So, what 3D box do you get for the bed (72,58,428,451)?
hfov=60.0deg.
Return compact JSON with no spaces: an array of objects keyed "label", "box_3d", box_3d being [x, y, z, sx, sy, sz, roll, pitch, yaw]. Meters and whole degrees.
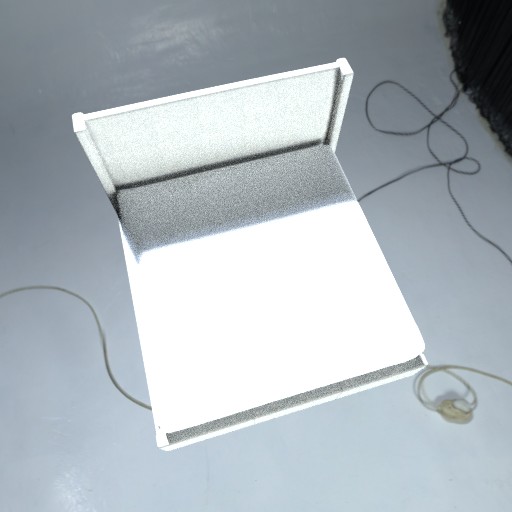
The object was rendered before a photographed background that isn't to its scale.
[{"label":"bed","box_3d":[0.000,0.000,3.523,2.140,1.470,2.280,-15,64,-7]}]
